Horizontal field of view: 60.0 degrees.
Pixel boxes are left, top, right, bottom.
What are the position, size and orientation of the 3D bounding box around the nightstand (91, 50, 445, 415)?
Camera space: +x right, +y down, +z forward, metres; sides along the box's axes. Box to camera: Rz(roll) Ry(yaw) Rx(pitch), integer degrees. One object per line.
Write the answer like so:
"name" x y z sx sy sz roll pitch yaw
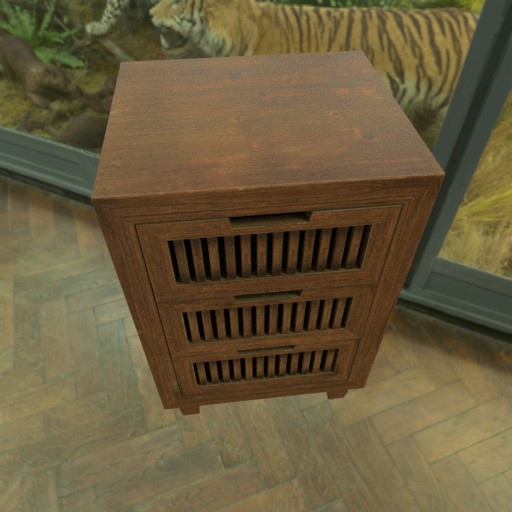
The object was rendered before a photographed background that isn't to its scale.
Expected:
"nightstand" 0.000 0.000 0.965 0.465 0.695 0.410 -5 47 -4
